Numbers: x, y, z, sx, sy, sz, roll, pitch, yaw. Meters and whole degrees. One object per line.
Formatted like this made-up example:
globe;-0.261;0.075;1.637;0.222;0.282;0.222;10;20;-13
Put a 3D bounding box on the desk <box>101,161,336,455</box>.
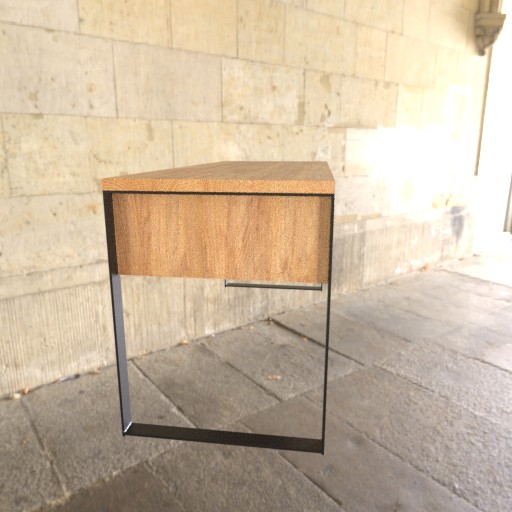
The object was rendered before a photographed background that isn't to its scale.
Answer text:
desk;0.000;0.000;1.923;0.600;0.760;1.520;2;14;8
